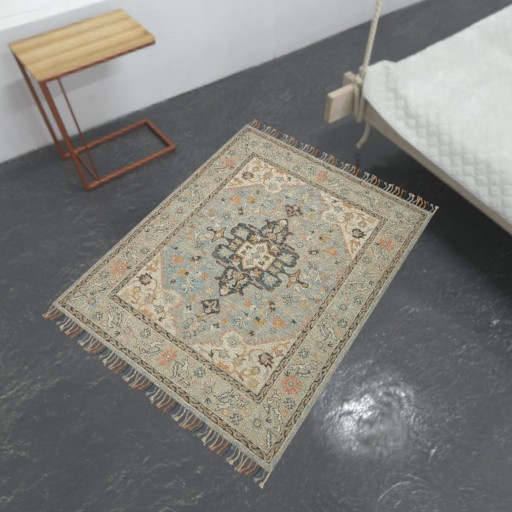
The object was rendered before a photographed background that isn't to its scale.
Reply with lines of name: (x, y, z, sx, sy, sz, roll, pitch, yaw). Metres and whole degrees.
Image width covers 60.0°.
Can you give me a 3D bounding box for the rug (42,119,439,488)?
rug: (0.000, 0.000, 4.249, 2.379, 0.011, 3.221, 31, 62, 19)
